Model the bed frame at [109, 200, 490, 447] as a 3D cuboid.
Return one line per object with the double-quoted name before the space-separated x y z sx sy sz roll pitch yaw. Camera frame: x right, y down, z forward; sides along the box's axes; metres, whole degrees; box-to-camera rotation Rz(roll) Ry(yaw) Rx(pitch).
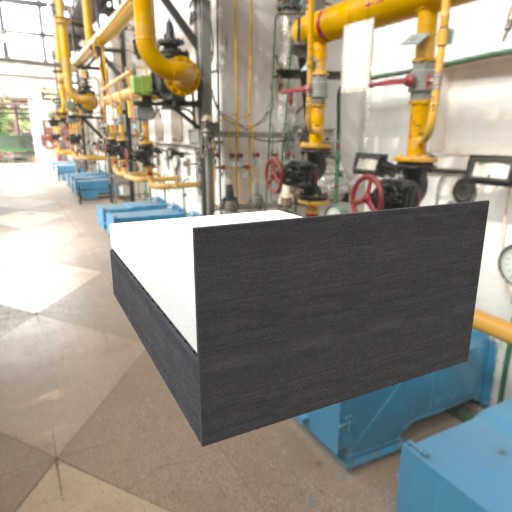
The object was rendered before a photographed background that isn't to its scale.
"bed frame" 0.000 0.000 2.615 1.400 0.800 1.900 -7 17 -26
